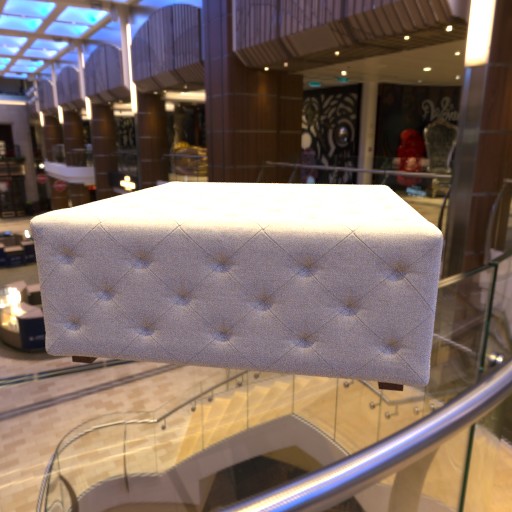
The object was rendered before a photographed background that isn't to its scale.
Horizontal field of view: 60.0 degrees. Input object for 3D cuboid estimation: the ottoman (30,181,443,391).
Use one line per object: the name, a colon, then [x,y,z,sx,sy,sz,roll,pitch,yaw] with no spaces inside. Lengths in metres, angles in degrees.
ottoman: [0.000,0.000,1.589,1.028,0.439,1.028,2,15,9]
